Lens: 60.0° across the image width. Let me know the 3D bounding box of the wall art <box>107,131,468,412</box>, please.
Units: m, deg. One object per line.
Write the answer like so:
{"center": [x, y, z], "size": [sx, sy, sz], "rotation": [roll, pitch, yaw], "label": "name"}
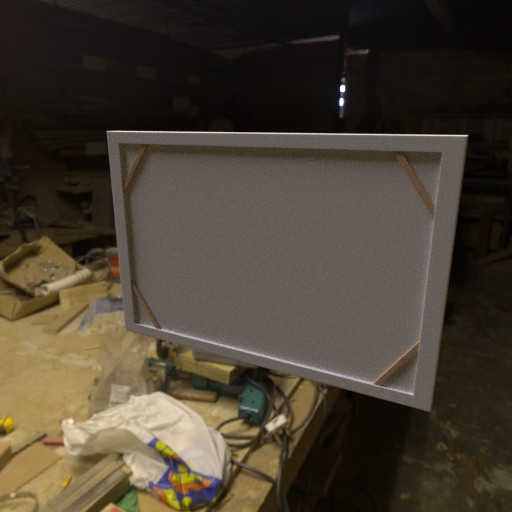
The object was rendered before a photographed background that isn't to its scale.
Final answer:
{"center": [0.000, 0.000, 1.139], "size": [0.914, 0.609, 0.038], "rotation": [8, 19, 26], "label": "wall art"}
